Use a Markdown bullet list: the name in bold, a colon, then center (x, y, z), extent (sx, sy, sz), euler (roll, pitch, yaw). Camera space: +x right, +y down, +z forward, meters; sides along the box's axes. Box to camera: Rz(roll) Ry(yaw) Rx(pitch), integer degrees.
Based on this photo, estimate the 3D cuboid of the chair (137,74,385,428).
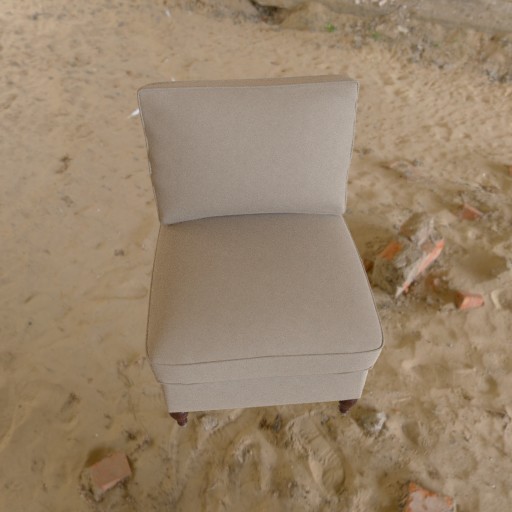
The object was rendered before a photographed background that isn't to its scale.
- **chair**: center (0.000, 0.000, 1.595), extent (0.724, 1.052, 0.912), euler (-3, 47, -3)
